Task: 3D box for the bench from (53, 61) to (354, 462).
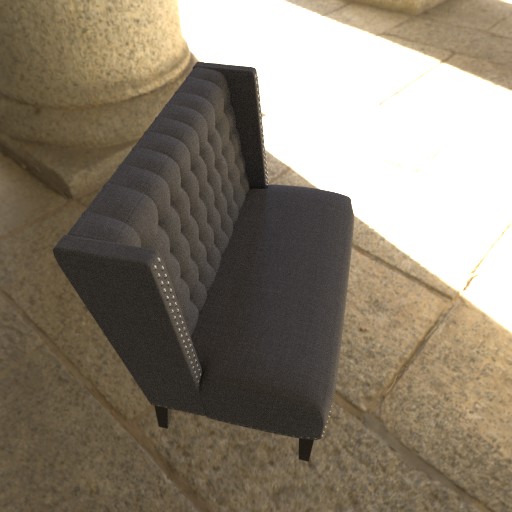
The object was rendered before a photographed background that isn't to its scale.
[{"bbox_3d":[0.000,0.000,1.944,0.842,1.121,1.276,9,47,9],"label":"bench"}]
